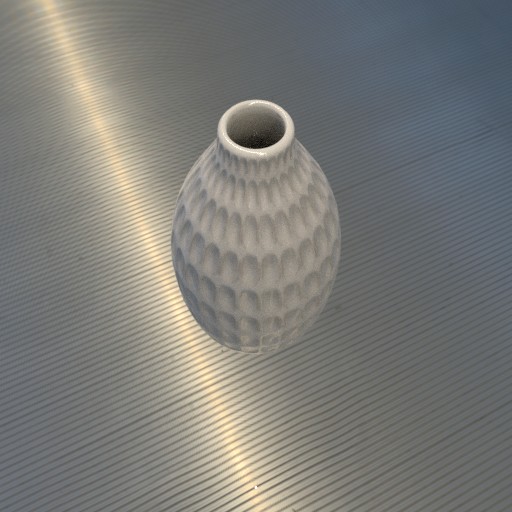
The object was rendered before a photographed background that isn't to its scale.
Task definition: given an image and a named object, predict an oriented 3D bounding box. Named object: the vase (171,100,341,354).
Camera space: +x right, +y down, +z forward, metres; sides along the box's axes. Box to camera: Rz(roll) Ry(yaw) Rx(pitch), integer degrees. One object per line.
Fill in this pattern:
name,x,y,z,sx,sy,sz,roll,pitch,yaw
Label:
vase,0.000,0.000,0.345,0.127,0.282,0.127,0,62,0
